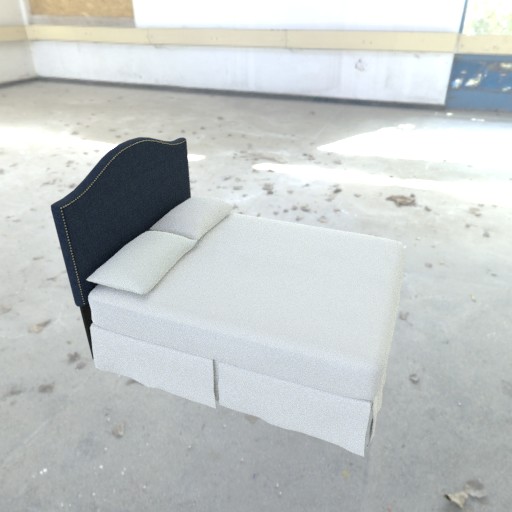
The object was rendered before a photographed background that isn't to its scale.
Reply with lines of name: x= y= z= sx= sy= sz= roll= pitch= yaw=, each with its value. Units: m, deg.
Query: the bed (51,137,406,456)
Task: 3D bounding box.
bed: x=0.000 y=0.000 z=3.331 sx=2.153 sy=1.518 sz=1.725 roll=11 pitch=32 yaw=18
